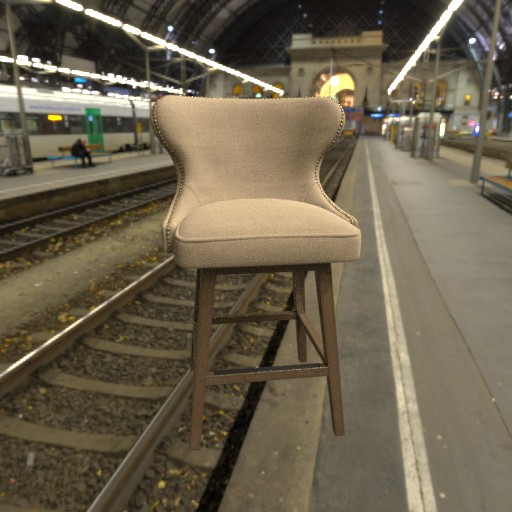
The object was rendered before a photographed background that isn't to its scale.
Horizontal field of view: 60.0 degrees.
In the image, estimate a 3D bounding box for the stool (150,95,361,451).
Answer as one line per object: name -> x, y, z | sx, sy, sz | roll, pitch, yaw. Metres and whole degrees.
stool -> 0.000, 0.000, 1.390 | 0.615, 0.972, 0.597 | -2, 16, -8
